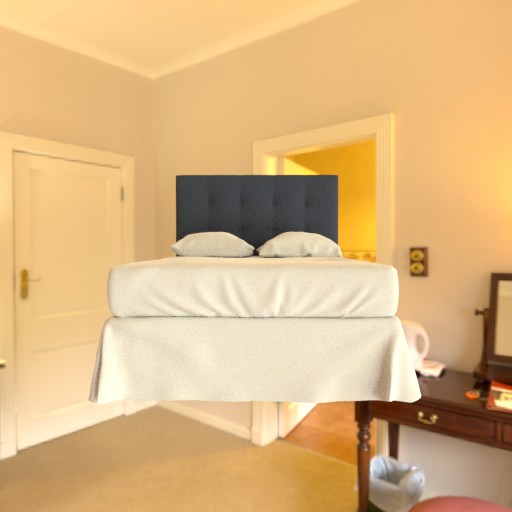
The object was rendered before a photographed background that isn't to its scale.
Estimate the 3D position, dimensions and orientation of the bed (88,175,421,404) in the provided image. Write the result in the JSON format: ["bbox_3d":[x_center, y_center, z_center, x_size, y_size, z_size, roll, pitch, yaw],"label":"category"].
[{"bbox_3d":[0.000,0.000,3.462,1.936,1.577,2.222,0,1,1],"label":"bed"}]
